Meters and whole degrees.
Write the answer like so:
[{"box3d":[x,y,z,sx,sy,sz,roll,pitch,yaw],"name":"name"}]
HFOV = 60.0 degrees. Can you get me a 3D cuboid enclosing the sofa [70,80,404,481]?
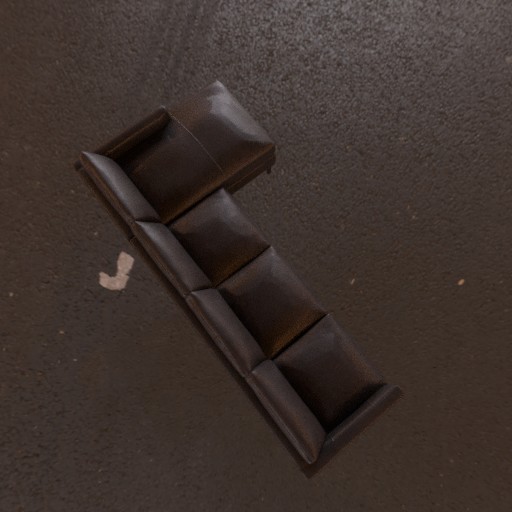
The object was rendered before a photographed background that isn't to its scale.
[{"box3d":[0.000,0.000,3.573,1.471,0.859,2.993,-37,78,-10],"name":"sofa"}]
